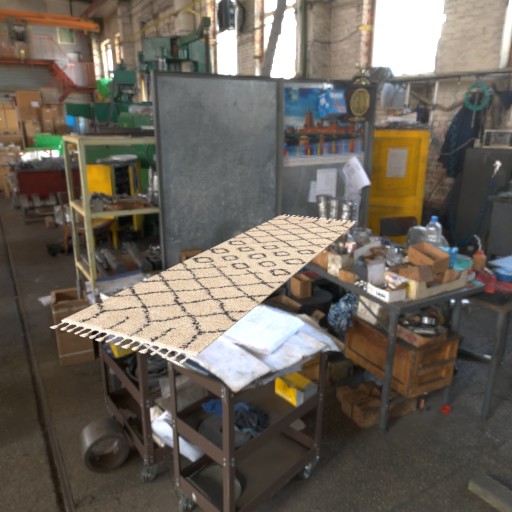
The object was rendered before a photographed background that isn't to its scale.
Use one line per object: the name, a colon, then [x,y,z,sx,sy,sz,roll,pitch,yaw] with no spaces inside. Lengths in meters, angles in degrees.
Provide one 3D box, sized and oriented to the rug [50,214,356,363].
rug: [0.000,0.000,2.698,0.660,0.005,2.464,8,19,24]
